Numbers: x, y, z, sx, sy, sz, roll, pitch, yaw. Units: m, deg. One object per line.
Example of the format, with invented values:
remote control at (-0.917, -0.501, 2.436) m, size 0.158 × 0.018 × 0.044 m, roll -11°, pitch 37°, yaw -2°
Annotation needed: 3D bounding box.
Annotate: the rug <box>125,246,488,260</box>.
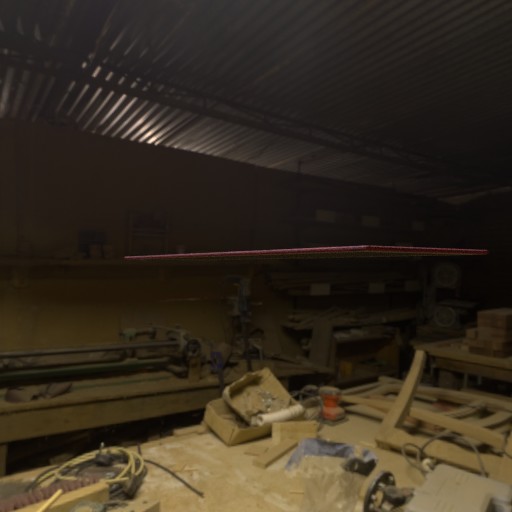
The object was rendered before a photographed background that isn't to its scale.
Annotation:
rug at (0.000, 0.000, 2.729) m, size 0.813 × 0.018 × 2.439 m, roll 1°, pitch -2°, yaw -35°
